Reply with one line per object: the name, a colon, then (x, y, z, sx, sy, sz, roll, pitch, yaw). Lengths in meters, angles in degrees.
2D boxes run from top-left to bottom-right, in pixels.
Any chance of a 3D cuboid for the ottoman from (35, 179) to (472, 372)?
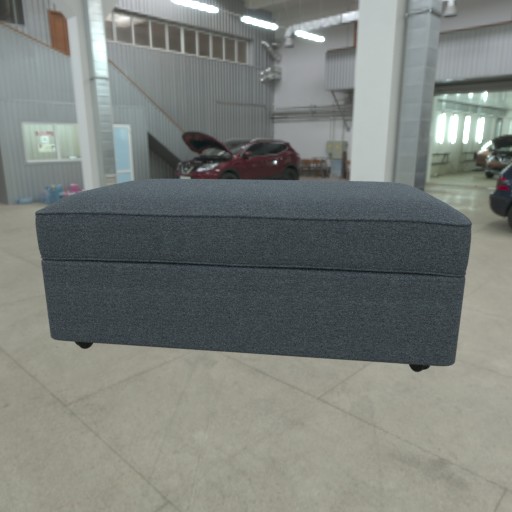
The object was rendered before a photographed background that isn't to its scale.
ottoman: (0.000, 0.000, 1.510, 1.173, 0.494, 0.681, 2, 15, 8)
